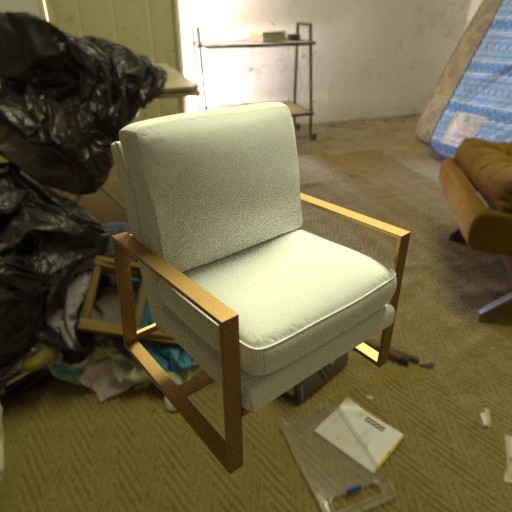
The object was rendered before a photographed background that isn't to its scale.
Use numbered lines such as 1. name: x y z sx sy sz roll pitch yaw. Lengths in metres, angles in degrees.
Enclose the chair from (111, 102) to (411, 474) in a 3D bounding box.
1. chair: 0.000 0.000 1.616 0.805 0.966 0.813 -22 36 -33
